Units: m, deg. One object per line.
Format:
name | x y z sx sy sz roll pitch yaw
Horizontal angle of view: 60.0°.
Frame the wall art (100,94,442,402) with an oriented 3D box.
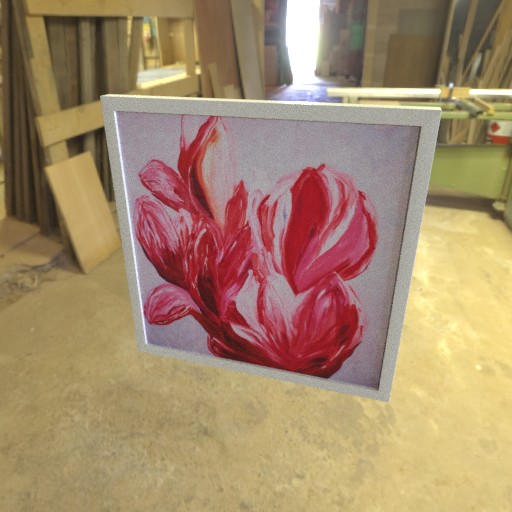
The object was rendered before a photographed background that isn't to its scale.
wall art | 0.000 0.000 0.681 0.455 0.453 0.023 8 28 15
